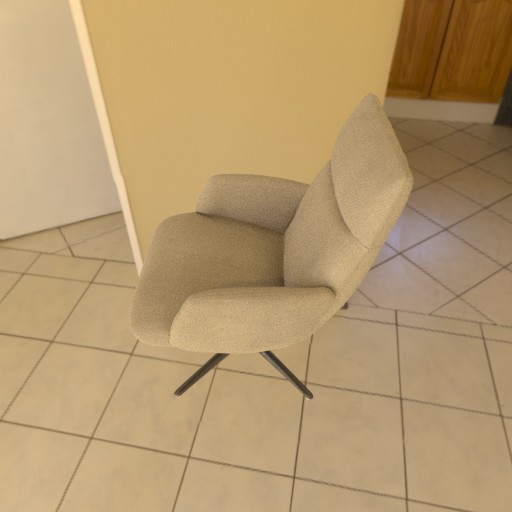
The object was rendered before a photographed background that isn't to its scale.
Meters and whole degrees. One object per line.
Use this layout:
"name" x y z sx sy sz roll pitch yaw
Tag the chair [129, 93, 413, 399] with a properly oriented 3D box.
"chair" 0.000 0.000 1.622 0.889 1.016 0.711 1 42 1
